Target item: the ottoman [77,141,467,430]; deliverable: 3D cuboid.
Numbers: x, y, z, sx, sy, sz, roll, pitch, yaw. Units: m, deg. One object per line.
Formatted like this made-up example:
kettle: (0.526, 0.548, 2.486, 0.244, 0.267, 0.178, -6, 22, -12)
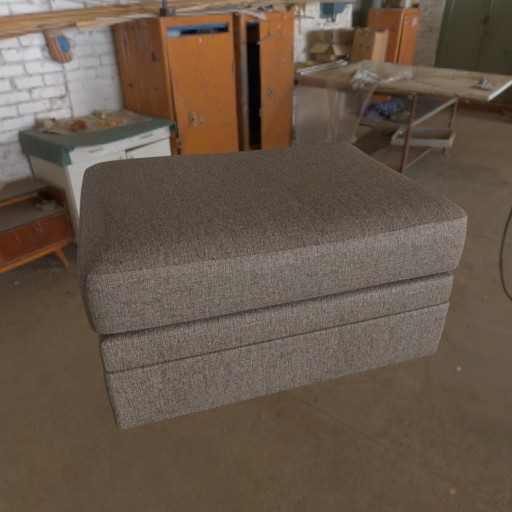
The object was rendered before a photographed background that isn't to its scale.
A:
ottoman: (0.000, 0.000, 1.239, 0.885, 0.478, 0.637, -9, 32, -15)
